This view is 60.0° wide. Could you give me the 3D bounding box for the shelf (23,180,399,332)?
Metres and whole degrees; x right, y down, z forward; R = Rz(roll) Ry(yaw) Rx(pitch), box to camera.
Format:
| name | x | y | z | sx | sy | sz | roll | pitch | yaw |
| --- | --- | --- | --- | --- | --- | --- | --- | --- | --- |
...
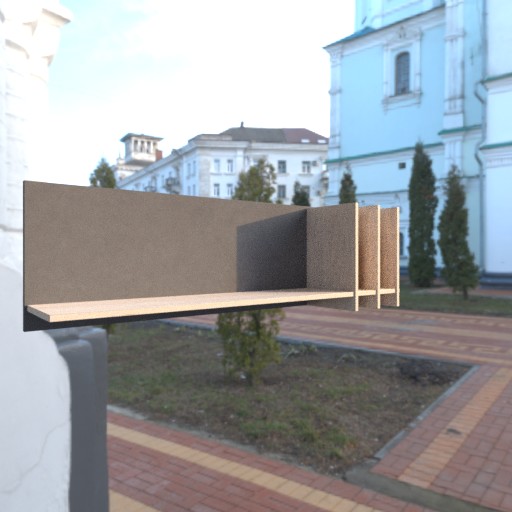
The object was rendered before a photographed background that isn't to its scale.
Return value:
| name | x | y | z | sx | sy | sz | roll | pitch | yaw |
| --- | --- | --- | --- | --- | --- | --- | --- | --- | --- |
| shelf | 0.000 | 0.000 | 1.116 | 1.020 | 0.300 | 0.200 | 0 | 0 | -38 |
